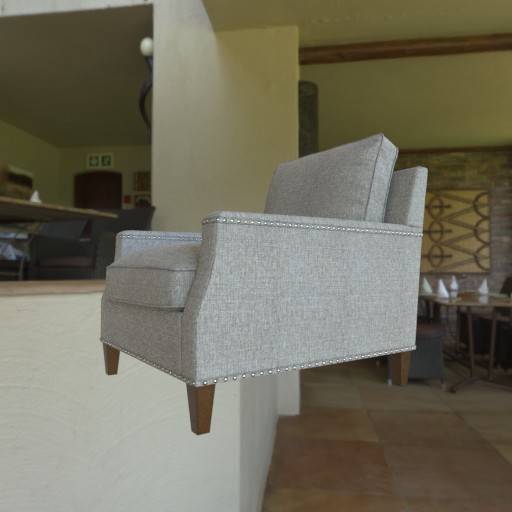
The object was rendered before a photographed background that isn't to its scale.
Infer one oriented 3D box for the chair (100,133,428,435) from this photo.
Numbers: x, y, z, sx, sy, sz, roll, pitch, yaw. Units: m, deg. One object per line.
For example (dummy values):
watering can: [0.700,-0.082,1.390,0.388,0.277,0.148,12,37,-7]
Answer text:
chair: [0.000,0.000,1.726,1.014,0.943,0.853,1,-2,-35]
